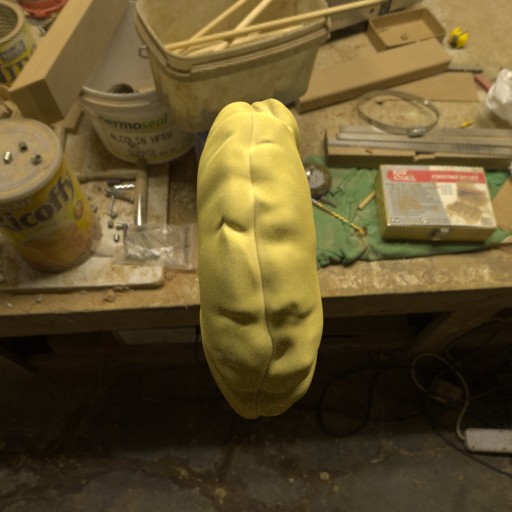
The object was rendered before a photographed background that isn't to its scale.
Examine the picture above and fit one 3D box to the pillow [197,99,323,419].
[{"bbox_3d":[0.000,0.000,0.624,0.148,0.407,0.428,-2,62,-1],"label":"pillow"}]
